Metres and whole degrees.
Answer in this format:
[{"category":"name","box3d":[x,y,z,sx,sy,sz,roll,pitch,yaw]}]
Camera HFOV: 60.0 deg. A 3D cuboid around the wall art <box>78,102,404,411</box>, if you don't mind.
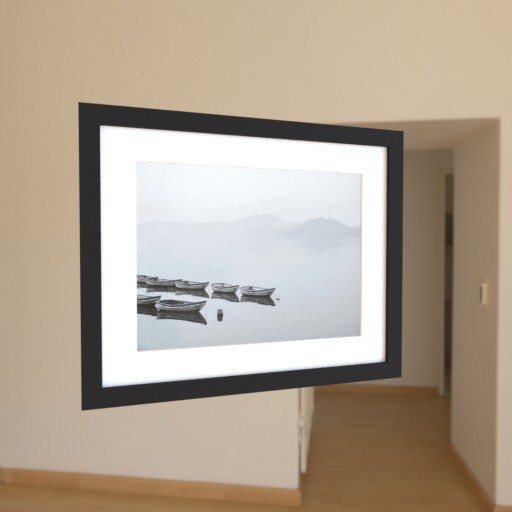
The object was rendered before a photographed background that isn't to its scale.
[{"category":"wall art","box3d":[0.000,0.000,0.539,0.397,0.325,0.028,0,2,-17]}]
